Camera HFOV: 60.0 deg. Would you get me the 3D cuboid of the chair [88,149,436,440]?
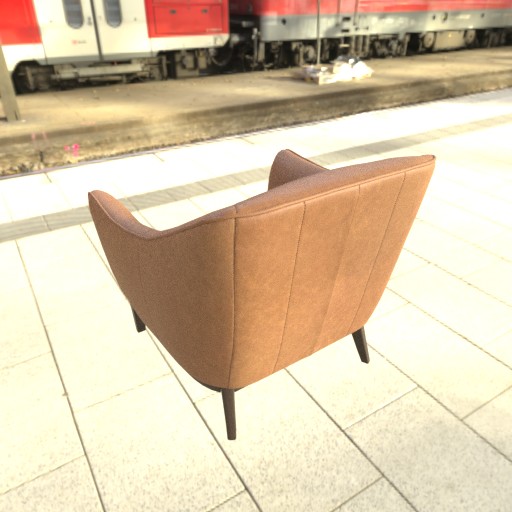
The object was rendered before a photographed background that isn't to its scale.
[{"bbox_3d":[0.000,0.000,1.529,0.871,0.830,0.852,-19,36,-29],"label":"chair"}]
